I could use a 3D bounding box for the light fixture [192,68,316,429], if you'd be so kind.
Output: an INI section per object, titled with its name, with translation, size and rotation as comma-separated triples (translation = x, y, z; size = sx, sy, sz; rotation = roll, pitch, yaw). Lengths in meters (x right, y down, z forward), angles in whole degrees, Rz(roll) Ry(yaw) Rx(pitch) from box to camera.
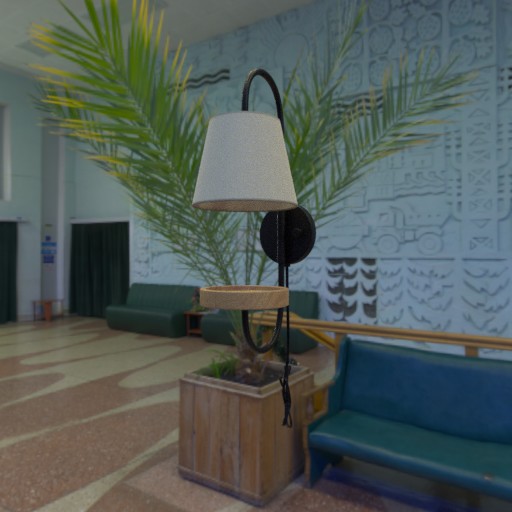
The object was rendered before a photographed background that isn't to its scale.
[light fixture]
translation = 0.000, 0.000, 0.957
size = 0.220, 0.821, 0.299
rotation = 0, 0, 36
